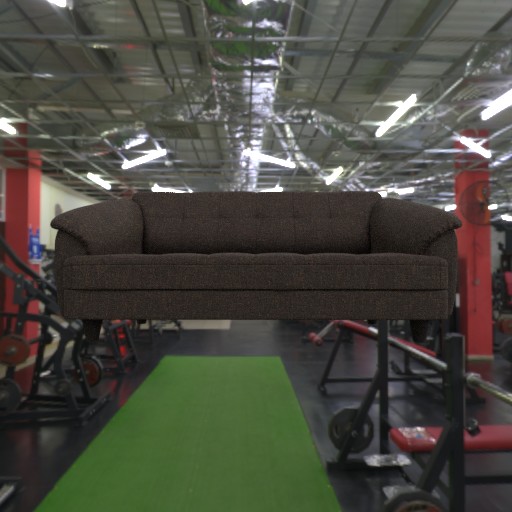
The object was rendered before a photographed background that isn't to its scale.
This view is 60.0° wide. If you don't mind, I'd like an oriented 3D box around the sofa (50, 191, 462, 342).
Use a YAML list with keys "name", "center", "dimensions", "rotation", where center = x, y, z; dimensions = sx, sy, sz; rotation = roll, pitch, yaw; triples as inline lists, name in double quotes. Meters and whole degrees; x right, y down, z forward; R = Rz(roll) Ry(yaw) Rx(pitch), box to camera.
- name: "sofa"
  center: [0.000, 0.000, 2.314]
  dimensions: [1.849, 0.790, 0.887]
  rotation: [0, -1, 1]
